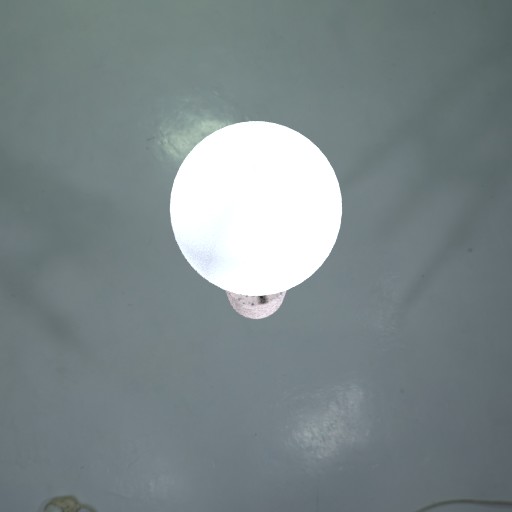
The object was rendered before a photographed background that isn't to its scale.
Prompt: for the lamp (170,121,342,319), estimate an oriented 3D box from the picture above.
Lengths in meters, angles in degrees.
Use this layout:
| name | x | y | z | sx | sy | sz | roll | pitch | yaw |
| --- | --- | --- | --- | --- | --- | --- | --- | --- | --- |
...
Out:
| name | x | y | z | sx | sy | sz | roll | pitch | yaw |
| --- | --- | --- | --- | --- | --- | --- | --- | --- | --- |
| lamp | 0.000 | 0.000 | 0.559 | 0.153 | 0.480 | 0.153 | 0 | 75 | 0 |
